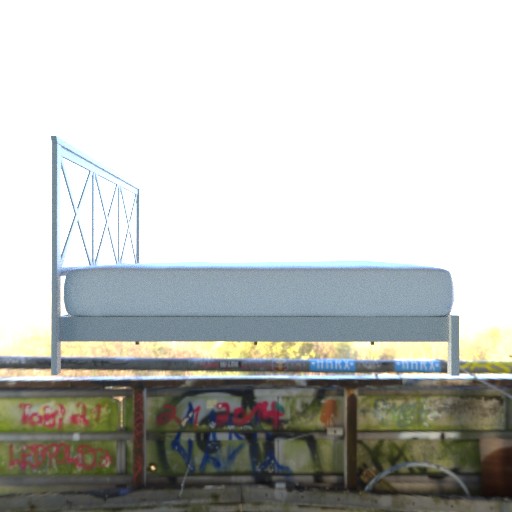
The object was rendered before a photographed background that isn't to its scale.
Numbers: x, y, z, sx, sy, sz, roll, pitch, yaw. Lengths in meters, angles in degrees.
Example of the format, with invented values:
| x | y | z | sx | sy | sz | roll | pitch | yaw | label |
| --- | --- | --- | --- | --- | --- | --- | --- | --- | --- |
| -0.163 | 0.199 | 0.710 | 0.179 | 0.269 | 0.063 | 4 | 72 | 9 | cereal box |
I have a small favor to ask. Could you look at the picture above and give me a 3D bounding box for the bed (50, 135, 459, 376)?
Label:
| x | y | z | sx | sy | sz | roll | pitch | yaw | label |
| --- | --- | --- | --- | --- | --- | --- | --- | --- | --- |
| 0.000 | 0.000 | 3.135 | 2.135 | 1.253 | 1.673 | 0 | 0 | 0 | bed |
